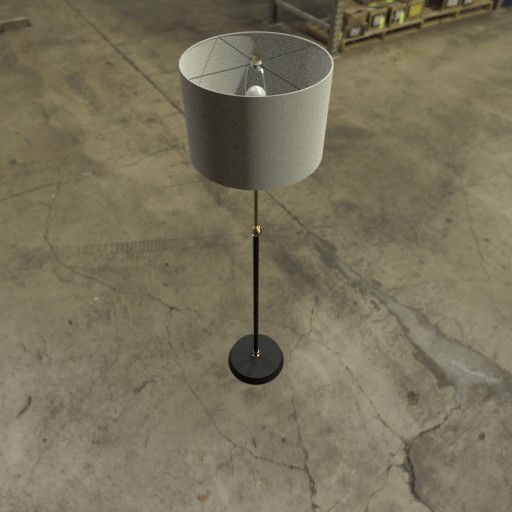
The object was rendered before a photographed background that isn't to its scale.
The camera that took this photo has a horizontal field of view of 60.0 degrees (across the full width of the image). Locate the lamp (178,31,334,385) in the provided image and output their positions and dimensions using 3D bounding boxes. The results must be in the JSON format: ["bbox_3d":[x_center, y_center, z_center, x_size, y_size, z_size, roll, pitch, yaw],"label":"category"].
[{"bbox_3d":[0.000,0.000,1.698,0.404,1.517,0.404,-25,51,-22],"label":"lamp"}]
